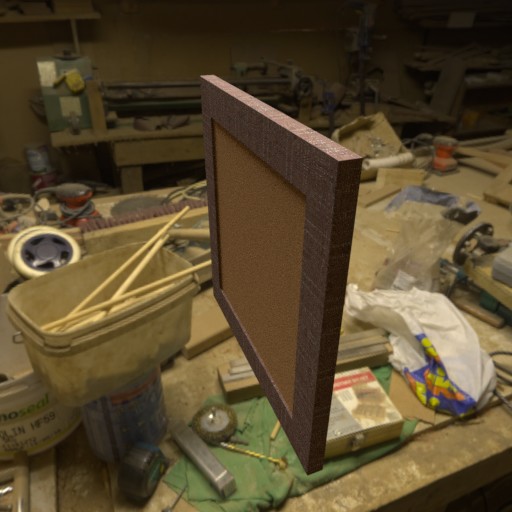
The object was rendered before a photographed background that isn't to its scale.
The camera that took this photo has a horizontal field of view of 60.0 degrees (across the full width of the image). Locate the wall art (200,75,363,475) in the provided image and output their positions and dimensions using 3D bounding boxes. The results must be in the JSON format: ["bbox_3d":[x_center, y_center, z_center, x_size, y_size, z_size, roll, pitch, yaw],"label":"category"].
[{"bbox_3d":[0.000,0.000,0.799,0.029,0.531,0.531,-11,33,-18],"label":"wall art"}]
